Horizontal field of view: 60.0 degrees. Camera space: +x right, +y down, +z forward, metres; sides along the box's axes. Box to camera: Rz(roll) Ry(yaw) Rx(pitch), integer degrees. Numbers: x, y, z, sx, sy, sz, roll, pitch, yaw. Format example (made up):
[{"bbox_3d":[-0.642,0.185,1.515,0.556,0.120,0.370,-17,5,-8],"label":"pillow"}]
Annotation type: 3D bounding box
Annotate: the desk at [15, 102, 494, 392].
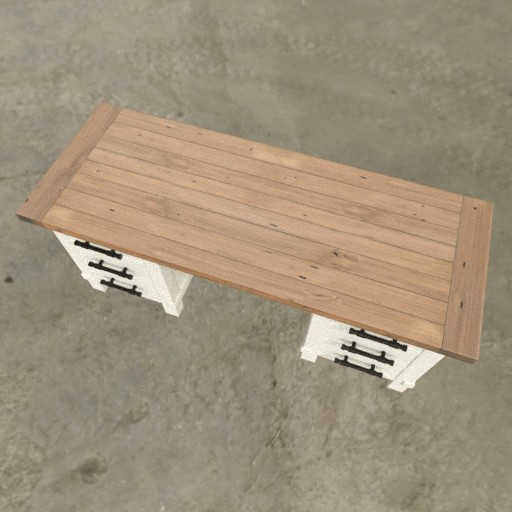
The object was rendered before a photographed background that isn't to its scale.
[{"bbox_3d":[0.000,0.000,2.113,1.803,0.760,0.688,17,61,10],"label":"desk"}]
